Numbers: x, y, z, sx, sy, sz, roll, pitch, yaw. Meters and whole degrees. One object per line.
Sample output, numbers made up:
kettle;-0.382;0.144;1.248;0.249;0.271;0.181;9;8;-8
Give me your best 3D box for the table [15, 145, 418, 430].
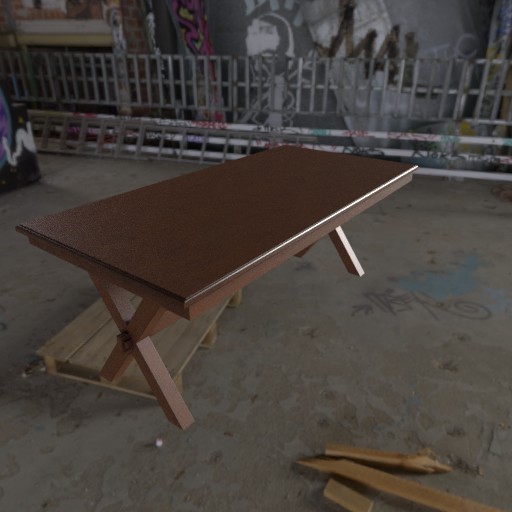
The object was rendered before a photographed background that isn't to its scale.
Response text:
table;0.000;0.000;1.465;0.594;0.459;1.197;18;31;33
